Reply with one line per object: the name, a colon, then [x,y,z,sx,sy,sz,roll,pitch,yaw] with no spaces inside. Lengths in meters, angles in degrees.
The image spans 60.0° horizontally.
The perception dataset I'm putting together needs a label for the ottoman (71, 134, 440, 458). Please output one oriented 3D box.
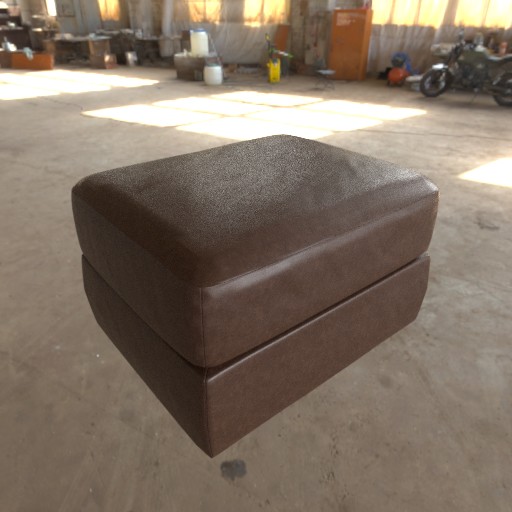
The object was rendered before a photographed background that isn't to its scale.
ottoman: [0.000,0.000,1.158,0.751,0.476,0.603,-22,36,-33]
